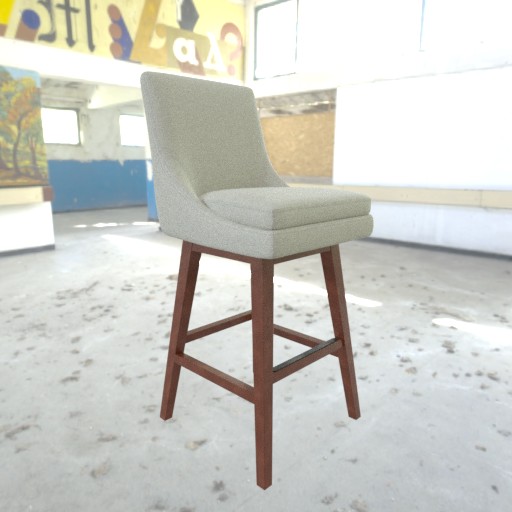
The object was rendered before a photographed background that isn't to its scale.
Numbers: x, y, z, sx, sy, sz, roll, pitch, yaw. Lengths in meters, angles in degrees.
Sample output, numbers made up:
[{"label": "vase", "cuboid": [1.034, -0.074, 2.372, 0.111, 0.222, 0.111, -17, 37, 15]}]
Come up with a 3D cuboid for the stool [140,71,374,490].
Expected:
[{"label": "stool", "cuboid": [0.000, 0.000, 1.372, 0.559, 1.092, 0.470, 12, 17, 43]}]
